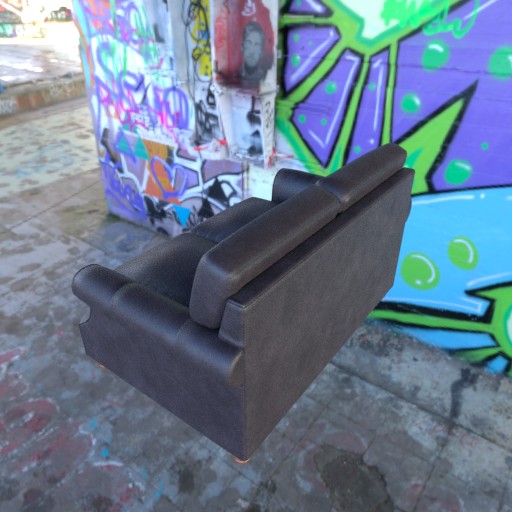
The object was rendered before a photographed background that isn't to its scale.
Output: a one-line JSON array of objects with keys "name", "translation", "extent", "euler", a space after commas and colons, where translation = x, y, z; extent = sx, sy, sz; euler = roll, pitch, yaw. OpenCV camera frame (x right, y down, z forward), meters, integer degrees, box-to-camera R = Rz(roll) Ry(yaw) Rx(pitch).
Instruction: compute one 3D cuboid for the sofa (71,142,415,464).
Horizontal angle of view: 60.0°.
[{"name": "sofa", "translation": [0.000, 0.000, 2.297], "extent": [1.030, 0.979, 1.663], "euler": [21, 37, 31]}]
